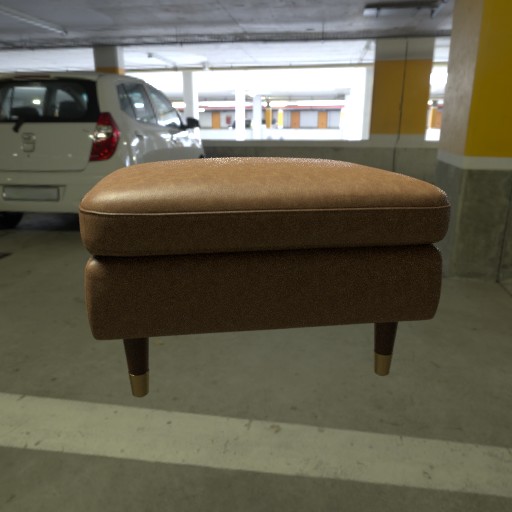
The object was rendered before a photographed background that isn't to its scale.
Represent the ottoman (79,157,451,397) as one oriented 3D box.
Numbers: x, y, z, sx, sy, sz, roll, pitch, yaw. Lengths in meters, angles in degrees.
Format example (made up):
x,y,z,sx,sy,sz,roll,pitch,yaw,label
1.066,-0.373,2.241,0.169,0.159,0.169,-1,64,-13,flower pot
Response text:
x,y,z,sx,sy,sz,roll,pitch,yaw,label
0.000,0.000,1.122,0.747,0.478,0.593,-3,17,-8,ottoman
